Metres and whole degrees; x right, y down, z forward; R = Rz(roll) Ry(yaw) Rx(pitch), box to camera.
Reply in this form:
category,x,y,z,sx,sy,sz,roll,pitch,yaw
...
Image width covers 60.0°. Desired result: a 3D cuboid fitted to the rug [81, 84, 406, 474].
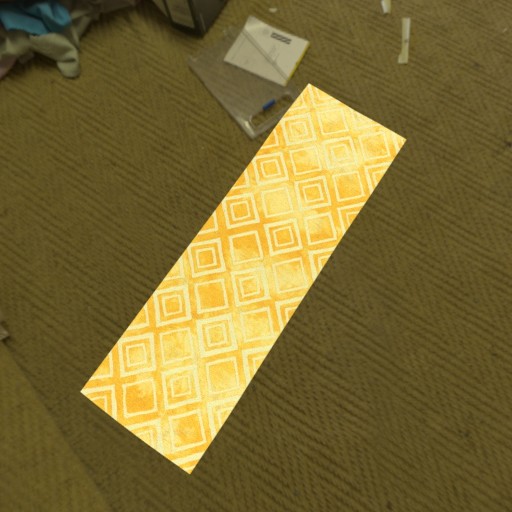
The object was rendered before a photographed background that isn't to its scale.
category,x,y,z,sx,sy,sz,roll,pitch,yaw
rug,0.000,0.000,2.712,0.775,0.010,2.438,33,77,9
